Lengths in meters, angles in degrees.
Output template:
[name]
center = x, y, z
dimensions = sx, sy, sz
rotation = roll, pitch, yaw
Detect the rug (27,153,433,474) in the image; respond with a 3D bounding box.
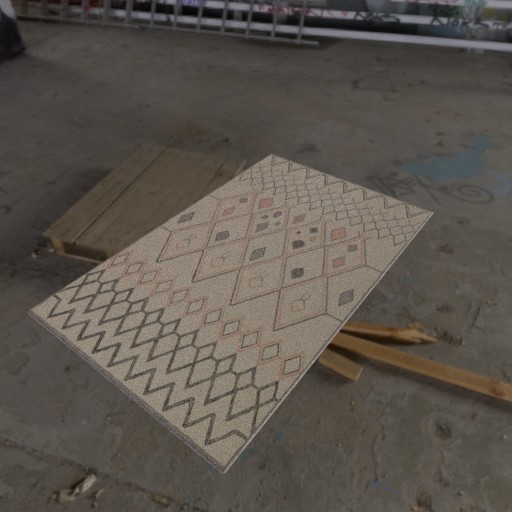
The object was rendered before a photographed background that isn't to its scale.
[rug]
center = 0.000, 0.000, 2.980
dimensions = 1.524, 0.015, 2.438
rotation = 27, 47, 27
